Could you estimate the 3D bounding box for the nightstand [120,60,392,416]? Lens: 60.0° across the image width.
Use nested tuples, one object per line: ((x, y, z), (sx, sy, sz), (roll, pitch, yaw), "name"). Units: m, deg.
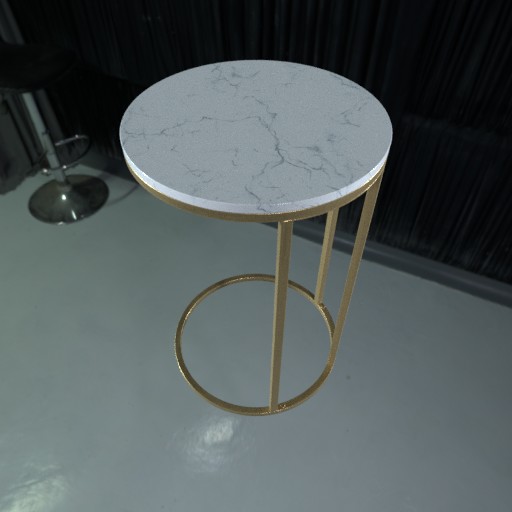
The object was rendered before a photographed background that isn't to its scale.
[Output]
((0.000, 0.000, 0.888), (0.400, 0.610, 0.400), (18, 50, 16), "nightstand")
